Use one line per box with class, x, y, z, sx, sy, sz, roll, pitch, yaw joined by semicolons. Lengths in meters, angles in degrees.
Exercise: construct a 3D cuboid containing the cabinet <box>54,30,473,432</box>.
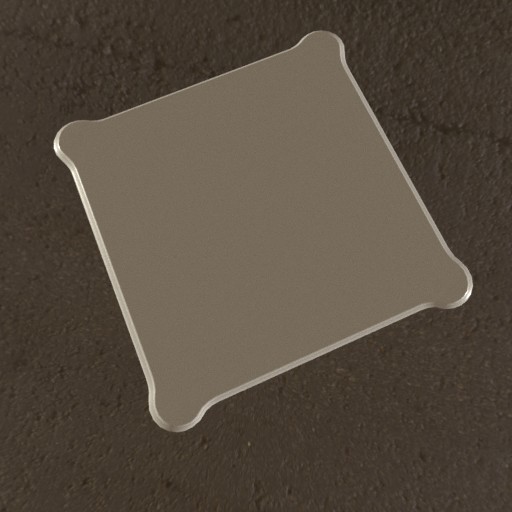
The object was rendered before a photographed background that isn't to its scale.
cabinet;0.000;0.000;1.198;0.628;0.761;0.627;-23;77;-5
